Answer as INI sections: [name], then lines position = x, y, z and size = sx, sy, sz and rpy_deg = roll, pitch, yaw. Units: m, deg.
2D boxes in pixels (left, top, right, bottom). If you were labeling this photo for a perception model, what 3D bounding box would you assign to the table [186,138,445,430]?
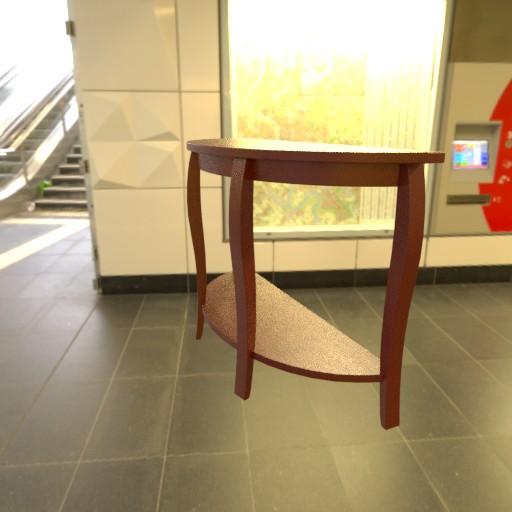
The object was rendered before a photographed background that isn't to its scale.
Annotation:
[table]
position = 0.000, 0.000, 1.585
size = 0.405, 0.779, 1.219
rpy_deg = -7, 18, -24
